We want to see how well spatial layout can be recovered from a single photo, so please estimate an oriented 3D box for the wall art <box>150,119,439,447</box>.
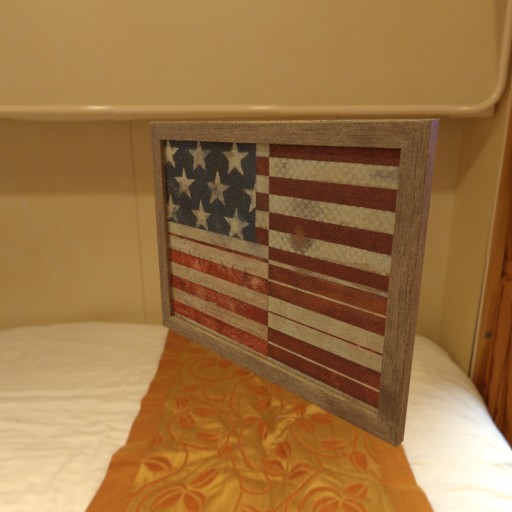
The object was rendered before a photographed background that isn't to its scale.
[{"bbox_3d":[0.000,0.000,0.917,0.690,0.535,0.026,15,22,42],"label":"wall art"}]
